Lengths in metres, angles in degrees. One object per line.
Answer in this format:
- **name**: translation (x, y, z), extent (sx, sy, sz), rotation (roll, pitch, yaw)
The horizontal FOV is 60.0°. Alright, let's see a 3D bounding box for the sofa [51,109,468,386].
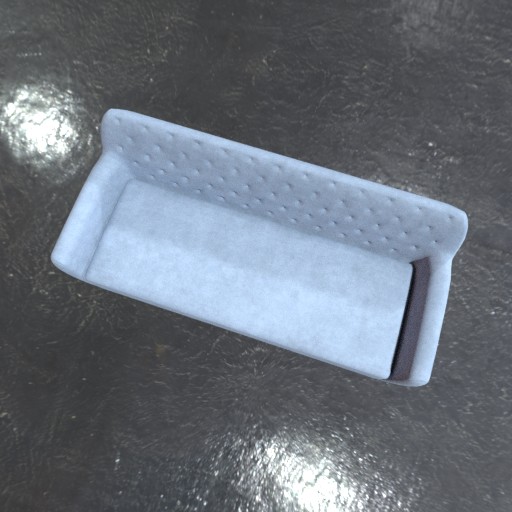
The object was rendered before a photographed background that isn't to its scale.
- **sofa**: translation (0.000, 0.000, 2.415), extent (1.970, 0.830, 0.830), rotation (17, 75, 5)
